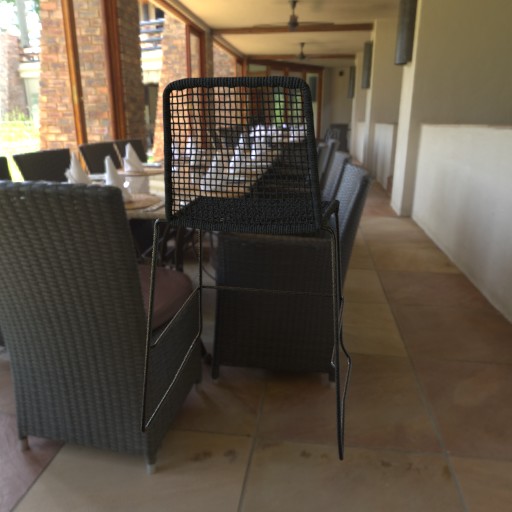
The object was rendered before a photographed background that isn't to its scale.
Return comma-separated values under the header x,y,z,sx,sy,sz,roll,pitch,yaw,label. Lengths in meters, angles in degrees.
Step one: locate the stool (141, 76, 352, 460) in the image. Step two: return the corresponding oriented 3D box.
x,y,z,sx,sy,sz,roll,pitch,yaw,label
0.000,0.000,1.255,0.590,0.905,0.509,3,17,11,stool
